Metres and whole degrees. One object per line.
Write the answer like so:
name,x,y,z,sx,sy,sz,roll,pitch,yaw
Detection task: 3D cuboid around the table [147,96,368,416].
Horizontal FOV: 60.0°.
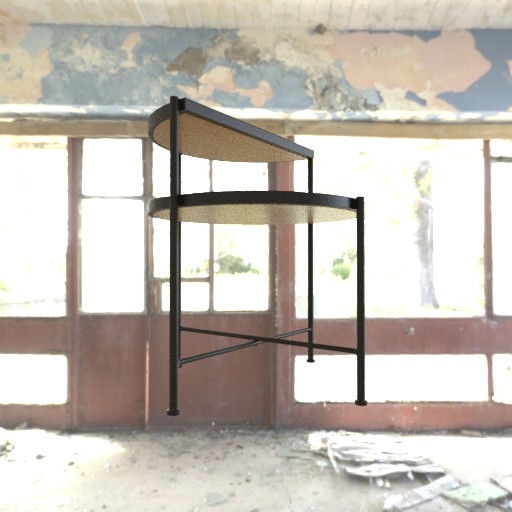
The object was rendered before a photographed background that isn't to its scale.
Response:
table,0.000,0.000,1.199,0.628,0.684,0.629,0,-1,36
